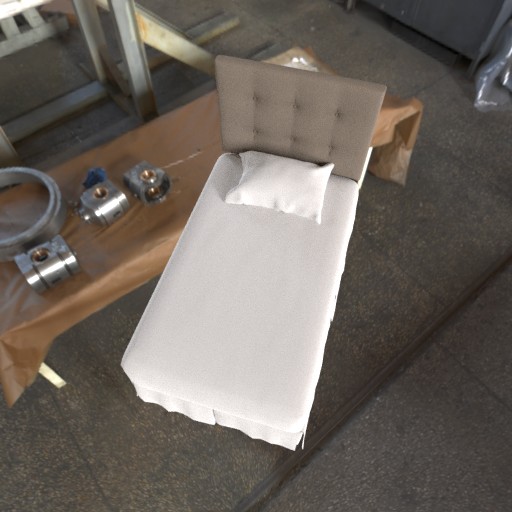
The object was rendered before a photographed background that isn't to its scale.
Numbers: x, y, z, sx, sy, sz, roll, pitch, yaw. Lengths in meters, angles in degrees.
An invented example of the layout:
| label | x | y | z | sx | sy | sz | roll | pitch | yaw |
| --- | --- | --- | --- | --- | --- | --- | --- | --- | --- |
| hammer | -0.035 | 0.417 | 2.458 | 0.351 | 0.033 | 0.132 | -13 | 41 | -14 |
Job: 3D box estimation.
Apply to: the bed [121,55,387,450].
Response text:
| label | x | y | z | sx | sy | sz | roll | pitch | yaw |
| --- | --- | --- | --- | --- | --- | --- | --- | --- | --- |
| bed | 0.000 | 0.000 | 3.020 | 1.261 | 1.571 | 1.997 | 14 | 59 | 9 |
